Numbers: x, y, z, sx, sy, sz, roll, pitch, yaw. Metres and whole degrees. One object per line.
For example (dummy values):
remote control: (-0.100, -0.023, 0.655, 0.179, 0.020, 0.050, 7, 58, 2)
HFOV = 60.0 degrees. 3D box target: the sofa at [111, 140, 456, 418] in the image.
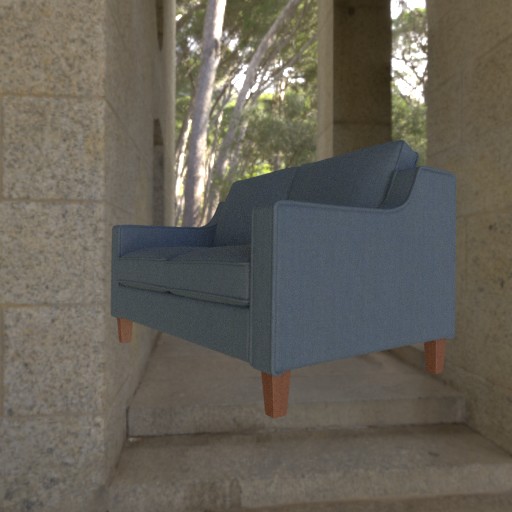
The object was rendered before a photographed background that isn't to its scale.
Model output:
sofa: (0.000, 0.000, 2.166, 0.987, 0.971, 1.501, 0, 1, -36)
